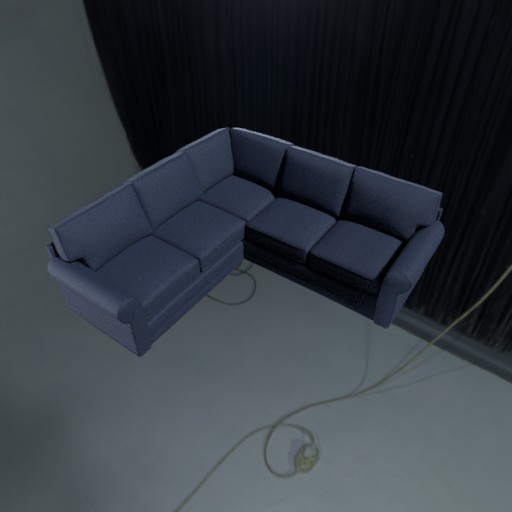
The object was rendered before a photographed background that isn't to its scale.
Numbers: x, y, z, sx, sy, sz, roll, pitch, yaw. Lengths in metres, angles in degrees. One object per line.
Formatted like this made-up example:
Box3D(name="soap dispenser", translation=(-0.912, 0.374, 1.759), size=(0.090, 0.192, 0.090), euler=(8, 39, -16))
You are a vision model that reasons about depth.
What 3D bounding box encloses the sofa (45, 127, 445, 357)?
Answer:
Box3D(name="sofa", translation=(0.000, 0.000, 3.914), size=(2.562, 1.042, 2.487), euler=(25, 47, 26))
